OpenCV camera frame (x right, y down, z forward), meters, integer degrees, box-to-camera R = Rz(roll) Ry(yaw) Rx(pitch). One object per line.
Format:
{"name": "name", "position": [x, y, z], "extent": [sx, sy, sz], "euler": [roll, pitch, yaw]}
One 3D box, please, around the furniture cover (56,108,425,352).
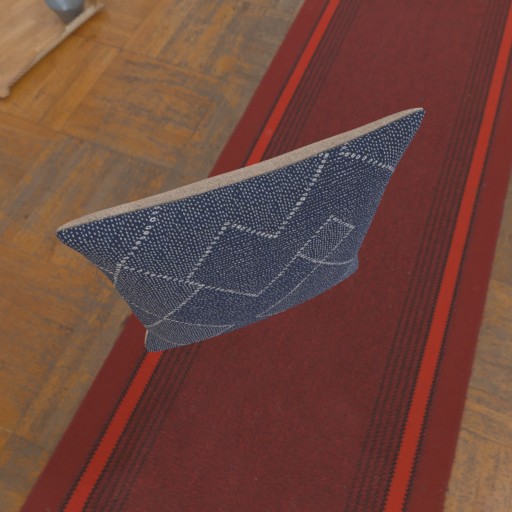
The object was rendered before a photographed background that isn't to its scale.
{"name": "furniture cover", "position": [0.000, 0.000, 0.780], "extent": [0.511, 0.503, 0.162], "euler": [-21, 65, -10]}
